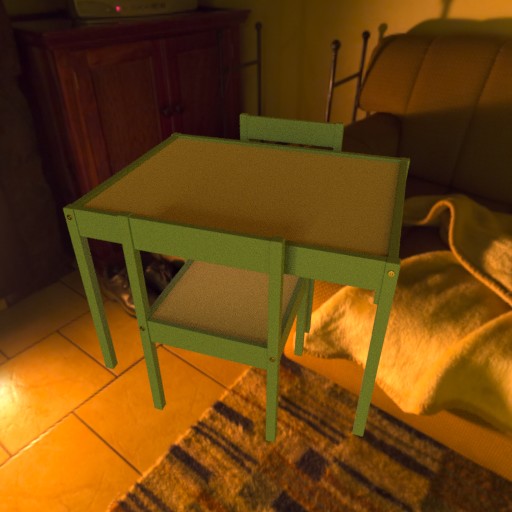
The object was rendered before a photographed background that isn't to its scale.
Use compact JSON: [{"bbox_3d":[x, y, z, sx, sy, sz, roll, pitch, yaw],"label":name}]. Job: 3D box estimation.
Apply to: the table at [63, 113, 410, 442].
[{"bbox_3d":[0.000,0.000,1.090,0.639,0.503,0.633,10,35,15],"label":"table"}]
